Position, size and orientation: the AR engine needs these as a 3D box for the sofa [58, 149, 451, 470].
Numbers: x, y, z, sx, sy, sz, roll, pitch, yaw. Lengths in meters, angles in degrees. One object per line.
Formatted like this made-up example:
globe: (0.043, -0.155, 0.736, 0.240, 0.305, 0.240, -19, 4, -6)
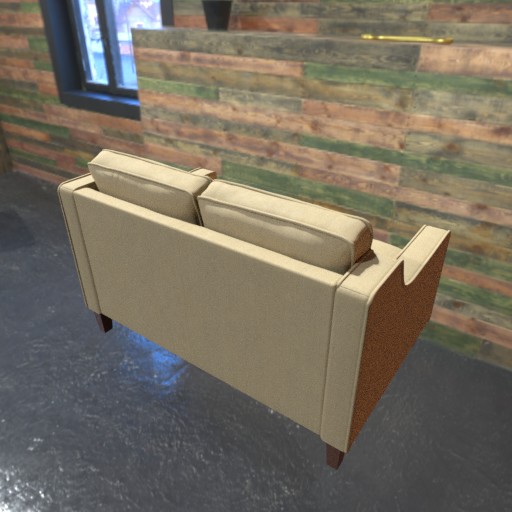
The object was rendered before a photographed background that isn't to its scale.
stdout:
sofa: (0.000, 0.000, 2.119, 1.501, 0.971, 0.987, 20, 35, 30)
